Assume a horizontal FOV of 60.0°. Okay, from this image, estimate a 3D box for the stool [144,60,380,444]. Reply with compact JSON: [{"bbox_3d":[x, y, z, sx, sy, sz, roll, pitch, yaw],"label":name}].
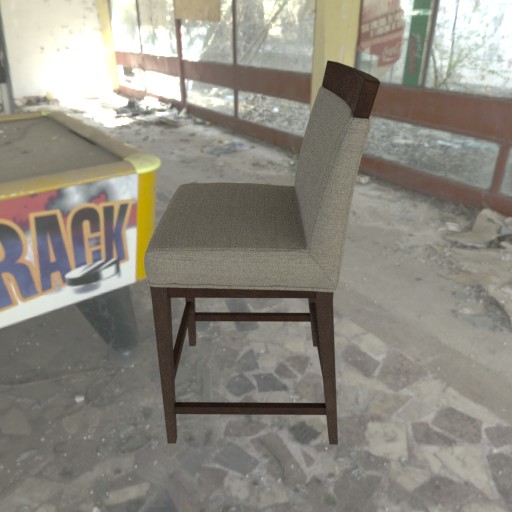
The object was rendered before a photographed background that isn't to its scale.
[{"bbox_3d":[0.000,0.000,1.286,0.531,1.009,0.512,0,27,0],"label":"stool"}]
